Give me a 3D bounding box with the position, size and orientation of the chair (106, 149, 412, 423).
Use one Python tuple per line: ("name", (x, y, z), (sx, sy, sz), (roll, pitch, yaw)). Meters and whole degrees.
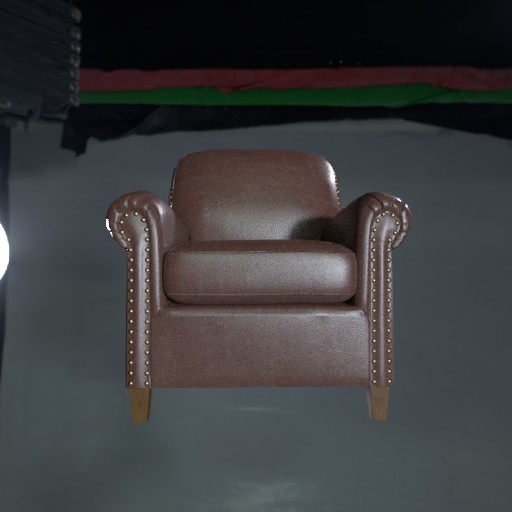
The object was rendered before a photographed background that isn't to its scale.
("chair", (0.000, 0.000, 1.607), (0.854, 0.927, 0.890), (0, -1, -2))
